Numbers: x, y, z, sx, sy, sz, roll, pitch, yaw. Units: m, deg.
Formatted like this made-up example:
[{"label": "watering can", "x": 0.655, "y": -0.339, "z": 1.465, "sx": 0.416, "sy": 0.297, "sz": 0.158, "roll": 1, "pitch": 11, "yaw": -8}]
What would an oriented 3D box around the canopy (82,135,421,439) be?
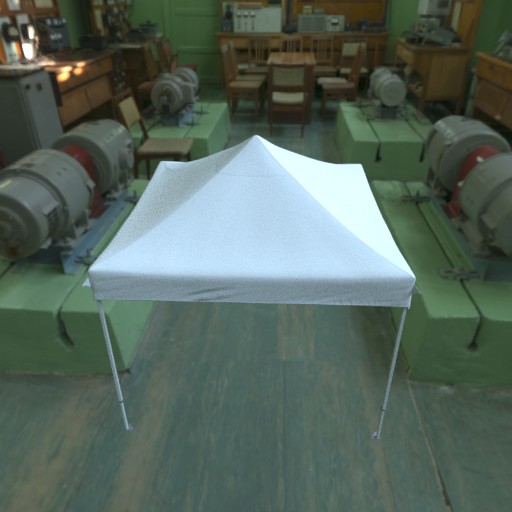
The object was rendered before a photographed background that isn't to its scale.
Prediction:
[{"label": "canopy", "x": 0.000, "y": 0.000, "z": 5.485, "sx": 2.996, "sy": 2.998, "sz": 2.994, "roll": 1, "pitch": 31, "yaw": 2}]
